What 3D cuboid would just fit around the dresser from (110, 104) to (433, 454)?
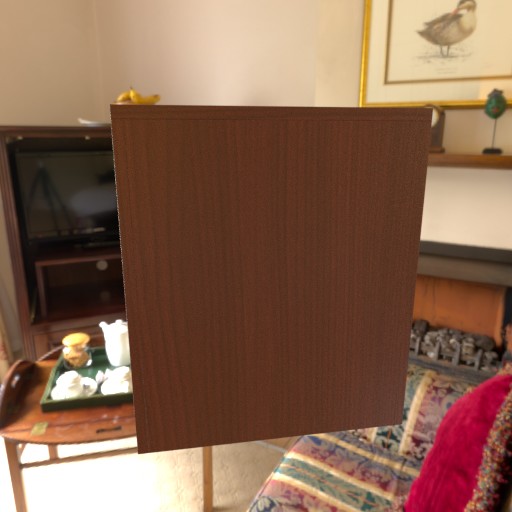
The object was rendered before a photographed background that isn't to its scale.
[{"bbox_3d":[0.000,0.000,0.768,0.400,0.470,0.360,-3,15,-9],"label":"dresser"}]
